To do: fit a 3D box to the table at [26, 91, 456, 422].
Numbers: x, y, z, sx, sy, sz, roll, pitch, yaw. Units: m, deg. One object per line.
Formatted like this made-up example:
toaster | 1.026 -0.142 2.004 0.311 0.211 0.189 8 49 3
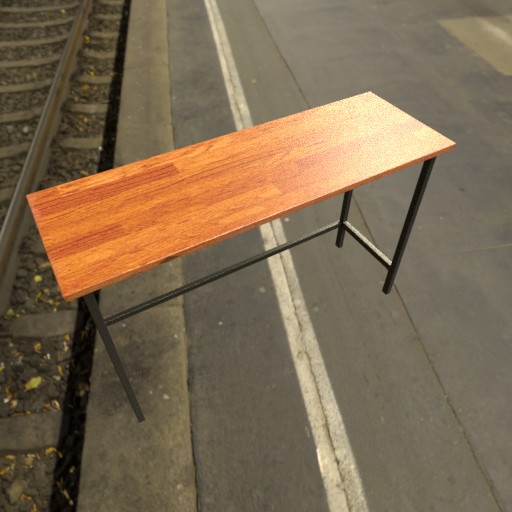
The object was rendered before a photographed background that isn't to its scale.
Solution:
table | 0.000 0.000 1.552 1.204 0.740 0.408 -23 50 -21
